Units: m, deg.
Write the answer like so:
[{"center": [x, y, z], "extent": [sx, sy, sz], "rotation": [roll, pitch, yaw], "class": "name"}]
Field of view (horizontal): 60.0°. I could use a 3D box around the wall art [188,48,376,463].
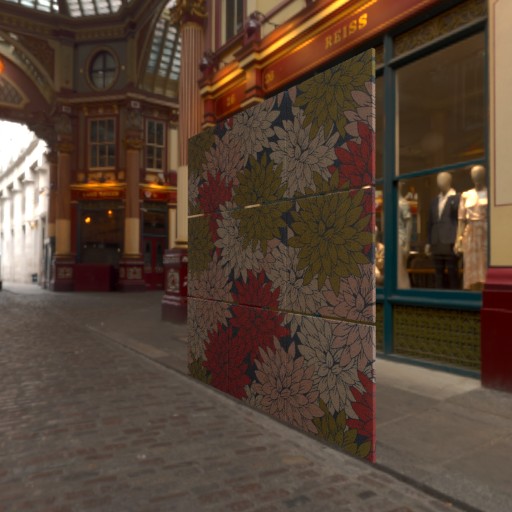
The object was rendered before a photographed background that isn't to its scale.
[{"center": [0.000, 0.000, 1.797], "extent": [0.013, 1.218, 1.206], "rotation": [0, 0, -35], "class": "wall art"}]
